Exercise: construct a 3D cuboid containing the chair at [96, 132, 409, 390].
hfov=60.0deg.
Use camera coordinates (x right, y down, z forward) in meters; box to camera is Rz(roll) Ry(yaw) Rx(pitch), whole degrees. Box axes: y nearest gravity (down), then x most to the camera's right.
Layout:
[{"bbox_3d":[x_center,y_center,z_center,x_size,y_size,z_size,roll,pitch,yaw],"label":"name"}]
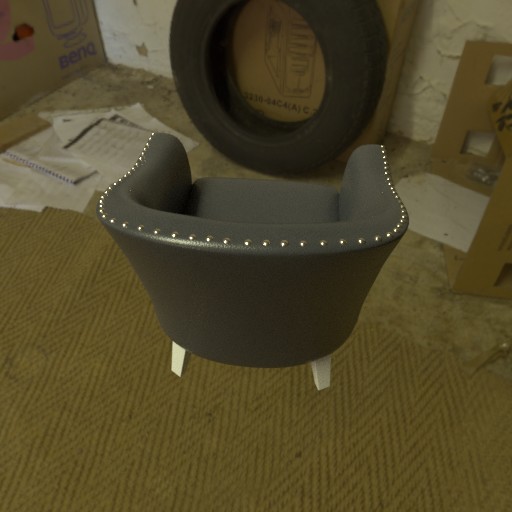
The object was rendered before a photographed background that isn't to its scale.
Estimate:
[{"bbox_3d":[0.000,0.000,1.405,0.794,0.823,0.748,4,46,4],"label":"chair"}]
